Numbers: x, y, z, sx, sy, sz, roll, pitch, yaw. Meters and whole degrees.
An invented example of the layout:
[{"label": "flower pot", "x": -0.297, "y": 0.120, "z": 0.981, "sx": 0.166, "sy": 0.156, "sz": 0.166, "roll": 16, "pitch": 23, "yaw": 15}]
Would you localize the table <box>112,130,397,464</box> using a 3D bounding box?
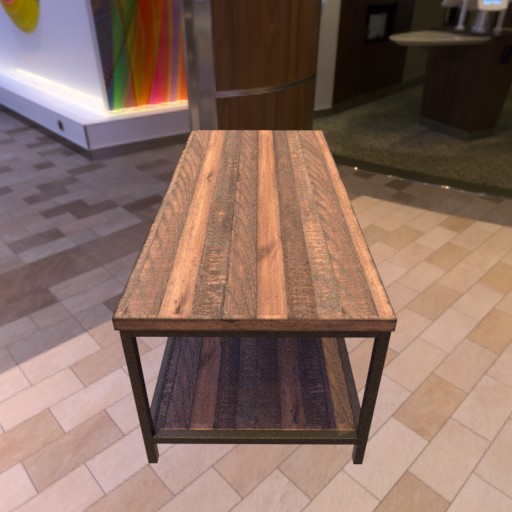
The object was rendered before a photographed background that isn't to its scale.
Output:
[{"label": "table", "x": 0.000, "y": 0.000, "z": 1.225, "sx": 0.452, "sy": 0.399, "sz": 0.990, "roll": 0, "pitch": 33, "yaw": 0}]
